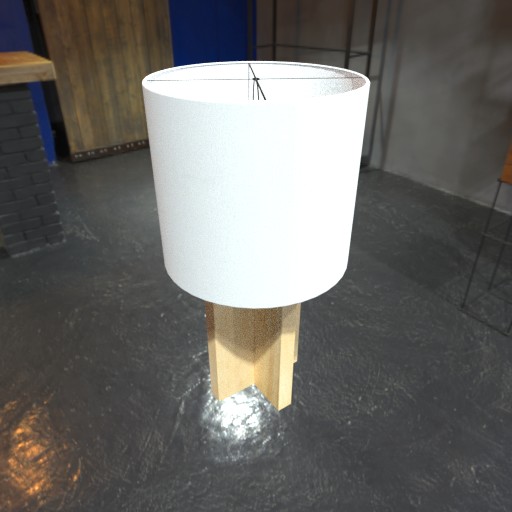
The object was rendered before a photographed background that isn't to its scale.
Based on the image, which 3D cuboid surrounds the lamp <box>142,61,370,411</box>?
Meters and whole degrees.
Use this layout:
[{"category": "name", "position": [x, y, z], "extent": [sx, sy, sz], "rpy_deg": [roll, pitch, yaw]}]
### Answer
[{"category": "lamp", "position": [0.000, 0.000, 0.564], "extent": [0.229, 0.428, 0.229], "rpy_deg": [-20, 36, -29]}]
